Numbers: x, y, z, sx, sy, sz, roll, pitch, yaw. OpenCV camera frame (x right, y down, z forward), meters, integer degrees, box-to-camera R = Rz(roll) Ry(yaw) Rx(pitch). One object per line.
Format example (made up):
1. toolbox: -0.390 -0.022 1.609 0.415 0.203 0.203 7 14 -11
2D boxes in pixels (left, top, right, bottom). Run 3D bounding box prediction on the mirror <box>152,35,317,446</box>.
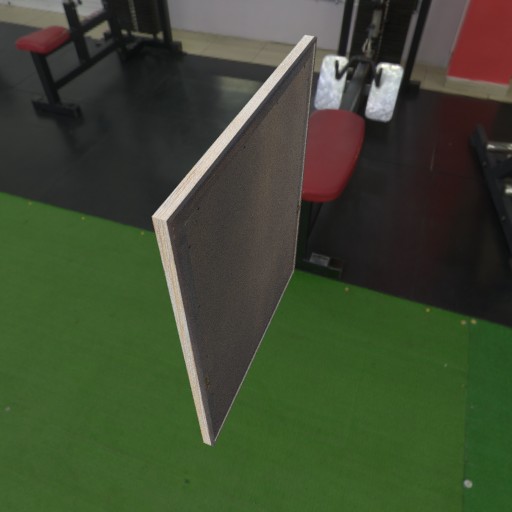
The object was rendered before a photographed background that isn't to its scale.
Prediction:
1. mirror: 0.000 0.000 1.196 0.032 0.882 0.730 17 49 15
